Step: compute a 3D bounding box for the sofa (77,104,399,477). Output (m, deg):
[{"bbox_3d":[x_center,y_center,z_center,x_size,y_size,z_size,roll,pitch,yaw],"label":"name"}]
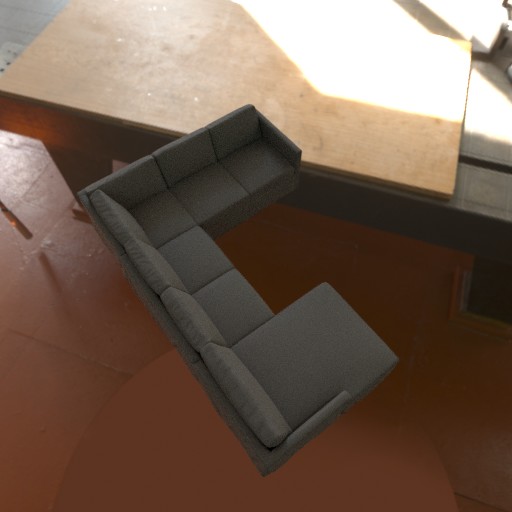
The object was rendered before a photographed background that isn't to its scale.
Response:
[{"bbox_3d":[0.000,0.000,4.778,2.476,0.878,3.528,-33,64,-18],"label":"sofa"}]
